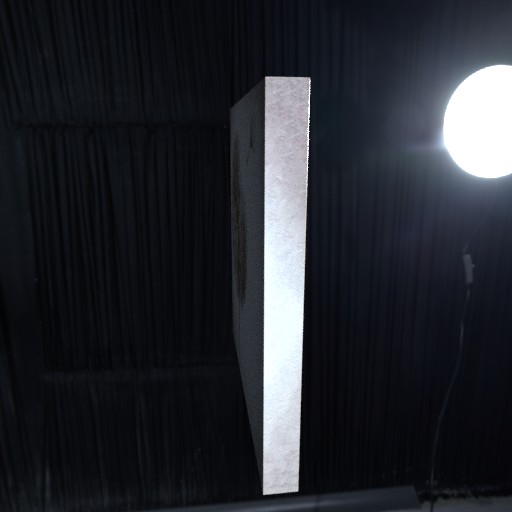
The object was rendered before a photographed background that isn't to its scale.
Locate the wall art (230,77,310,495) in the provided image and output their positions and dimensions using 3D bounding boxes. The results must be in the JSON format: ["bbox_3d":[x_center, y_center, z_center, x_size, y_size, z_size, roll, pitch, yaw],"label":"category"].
[{"bbox_3d":[0.000,0.000,0.452,0.028,0.303,0.303,-2,15,-7],"label":"wall art"}]
